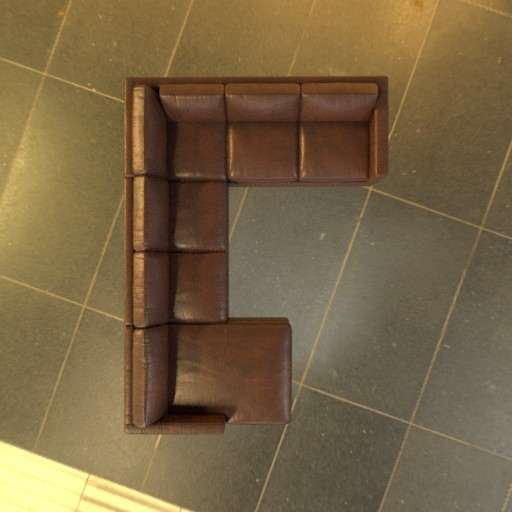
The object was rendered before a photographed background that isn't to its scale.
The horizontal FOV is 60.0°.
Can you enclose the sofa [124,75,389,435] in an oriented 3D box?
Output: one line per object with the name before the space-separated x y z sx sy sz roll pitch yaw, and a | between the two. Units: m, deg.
sofa | 0.000 0.000 4.387 2.452 0.891 3.324 0 90 1
